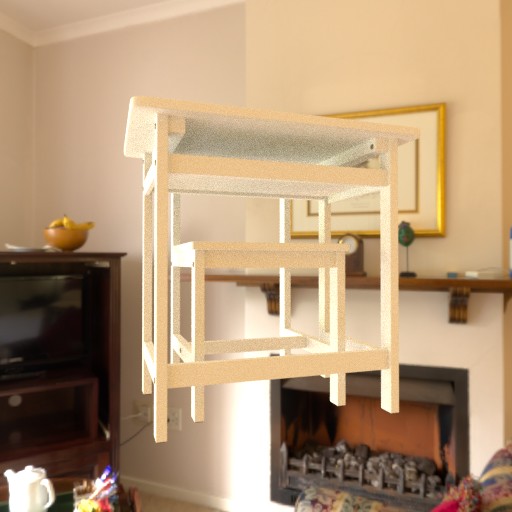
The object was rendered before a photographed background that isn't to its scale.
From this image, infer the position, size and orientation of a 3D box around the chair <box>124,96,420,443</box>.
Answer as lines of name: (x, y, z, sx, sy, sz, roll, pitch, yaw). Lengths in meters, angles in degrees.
chair: (0.000, 0.000, 1.060, 0.599, 0.673, 0.461, 0, -1, -18)
